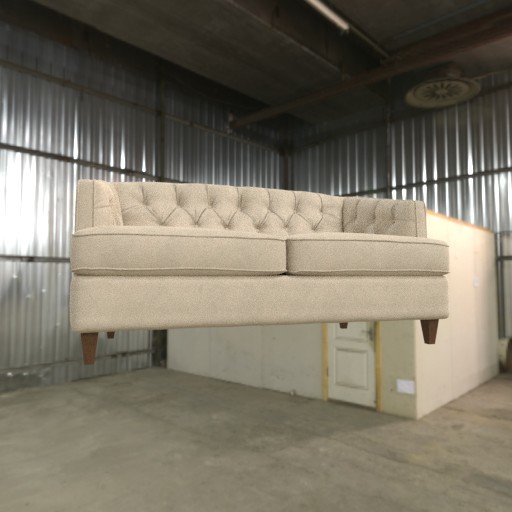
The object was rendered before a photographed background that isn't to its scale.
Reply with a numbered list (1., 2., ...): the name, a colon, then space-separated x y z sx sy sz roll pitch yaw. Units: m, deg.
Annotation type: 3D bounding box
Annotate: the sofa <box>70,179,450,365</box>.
1. sofa: 0.000 0.000 2.301 1.731 0.878 0.940 1 -3 -18
